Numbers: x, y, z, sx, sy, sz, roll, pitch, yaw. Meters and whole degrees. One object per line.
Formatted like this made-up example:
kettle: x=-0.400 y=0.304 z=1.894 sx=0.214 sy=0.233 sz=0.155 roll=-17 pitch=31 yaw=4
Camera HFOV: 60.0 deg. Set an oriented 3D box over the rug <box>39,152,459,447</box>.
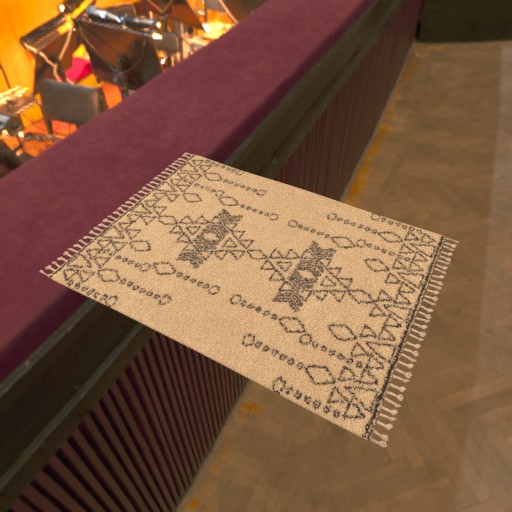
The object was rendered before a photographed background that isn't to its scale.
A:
rug: x=0.000 y=0.000 z=3.873 sx=3.027 sy=0.028 sz=2.125 roll=22 pitch=50 yaw=20
